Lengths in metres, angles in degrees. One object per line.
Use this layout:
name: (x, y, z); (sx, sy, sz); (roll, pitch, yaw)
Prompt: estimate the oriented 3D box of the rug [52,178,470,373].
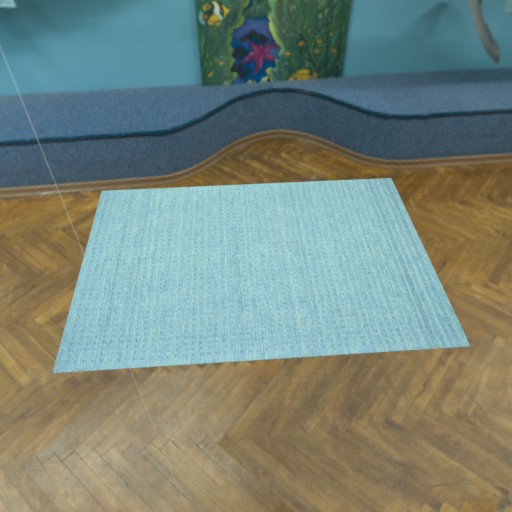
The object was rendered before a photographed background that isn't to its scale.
rug: (0.000, 0.000, 3.744); (2.895, 0.006, 1.982); (-3, 46, -3)
